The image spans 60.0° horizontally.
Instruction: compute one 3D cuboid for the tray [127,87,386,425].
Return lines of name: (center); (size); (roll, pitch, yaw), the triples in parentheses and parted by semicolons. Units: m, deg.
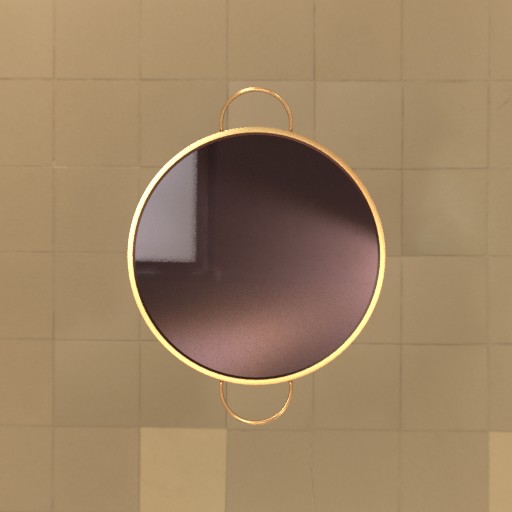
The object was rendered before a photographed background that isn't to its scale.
tray: (0.000, 0.000, 0.745); (0.438, 0.069, 0.543); (0, 90, 1)
